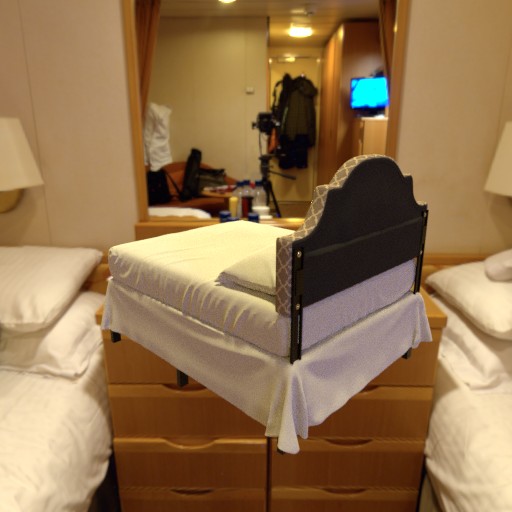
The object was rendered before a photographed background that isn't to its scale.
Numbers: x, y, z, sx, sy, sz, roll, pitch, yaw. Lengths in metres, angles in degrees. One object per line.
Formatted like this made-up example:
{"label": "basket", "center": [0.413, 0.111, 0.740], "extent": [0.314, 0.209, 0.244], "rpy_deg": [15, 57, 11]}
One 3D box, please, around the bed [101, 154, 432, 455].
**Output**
{"label": "bed", "center": [0.000, 0.000, 3.471], "extent": [2.222, 1.633, 1.780], "rpy_deg": [16, 22, 42]}
